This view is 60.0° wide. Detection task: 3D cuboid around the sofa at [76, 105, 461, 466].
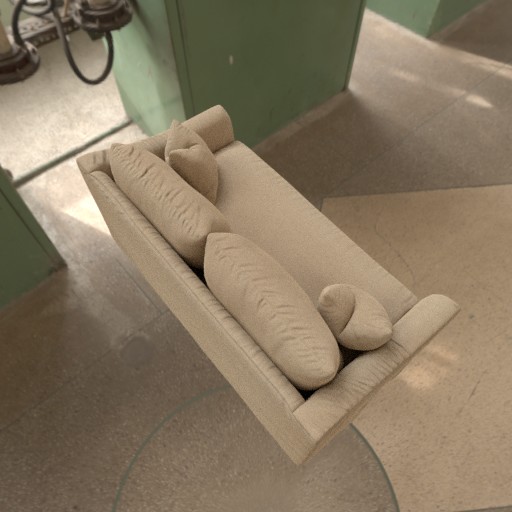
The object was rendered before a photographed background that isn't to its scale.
[{"bbox_3d":[0.000,0.000,2.611,1.072,1.018,2.010,-36,65,-20],"label":"sofa"}]
